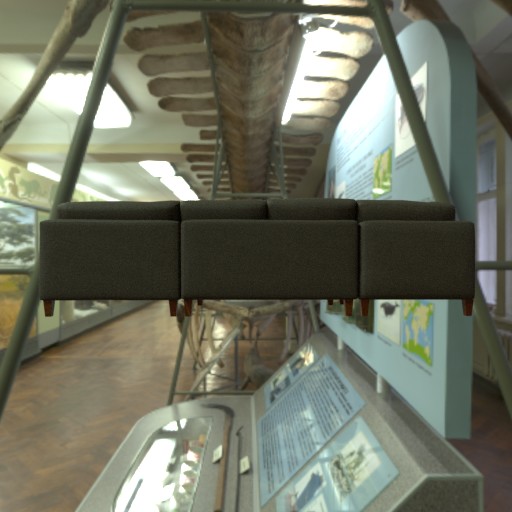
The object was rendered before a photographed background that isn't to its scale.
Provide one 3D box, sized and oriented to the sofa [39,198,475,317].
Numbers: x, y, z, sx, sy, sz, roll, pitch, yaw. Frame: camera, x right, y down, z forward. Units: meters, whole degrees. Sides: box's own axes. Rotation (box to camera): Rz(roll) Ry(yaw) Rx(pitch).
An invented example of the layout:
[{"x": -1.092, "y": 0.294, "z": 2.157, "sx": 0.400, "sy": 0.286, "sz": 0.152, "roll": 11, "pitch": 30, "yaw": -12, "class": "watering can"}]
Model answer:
[{"x": 0.000, "y": 0.000, "z": 4.732, "sx": 3.460, "sy": 0.961, "sz": 2.594, "roll": 0, "pitch": 0, "yaw": -1, "class": "sofa"}]
